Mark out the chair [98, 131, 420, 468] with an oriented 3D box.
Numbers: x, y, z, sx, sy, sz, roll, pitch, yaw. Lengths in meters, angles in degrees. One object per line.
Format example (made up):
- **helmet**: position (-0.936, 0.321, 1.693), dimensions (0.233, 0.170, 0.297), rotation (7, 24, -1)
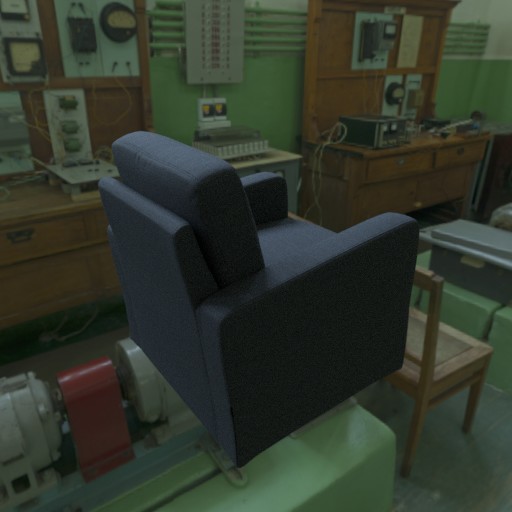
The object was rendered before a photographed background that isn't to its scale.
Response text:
- **chair**: position (0.000, 0.000, 1.558), dimensions (0.863, 0.855, 0.798), rotation (-17, 30, -33)
